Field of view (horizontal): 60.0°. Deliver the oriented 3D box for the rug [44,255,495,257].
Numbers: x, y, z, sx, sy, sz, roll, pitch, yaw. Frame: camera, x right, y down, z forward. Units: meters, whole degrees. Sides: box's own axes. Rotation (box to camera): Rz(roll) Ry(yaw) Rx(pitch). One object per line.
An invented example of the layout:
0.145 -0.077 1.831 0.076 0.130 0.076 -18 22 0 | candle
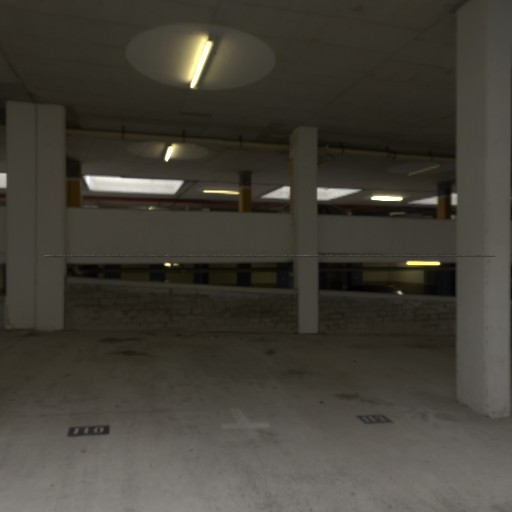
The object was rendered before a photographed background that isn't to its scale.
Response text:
0.000 0.000 2.845 2.235 0.008 1.600 0 0 -17 | rug
